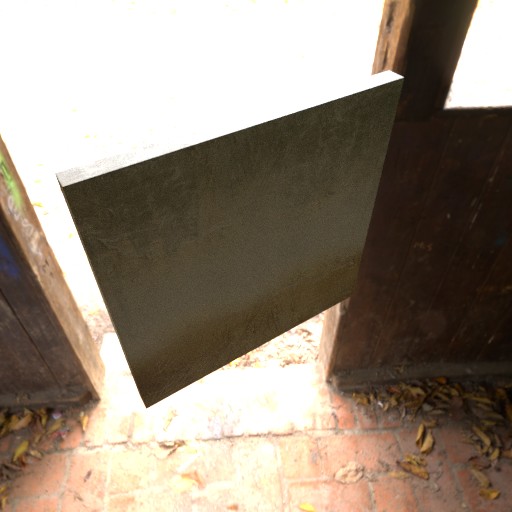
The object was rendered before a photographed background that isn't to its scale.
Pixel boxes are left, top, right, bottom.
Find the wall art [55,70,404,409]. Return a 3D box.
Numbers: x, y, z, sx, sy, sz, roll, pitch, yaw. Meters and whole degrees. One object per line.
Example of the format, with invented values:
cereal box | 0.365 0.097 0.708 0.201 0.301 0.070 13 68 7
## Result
wall art | 0.000 0.000 0.907 0.610 0.610 0.038 -24 50 -22
